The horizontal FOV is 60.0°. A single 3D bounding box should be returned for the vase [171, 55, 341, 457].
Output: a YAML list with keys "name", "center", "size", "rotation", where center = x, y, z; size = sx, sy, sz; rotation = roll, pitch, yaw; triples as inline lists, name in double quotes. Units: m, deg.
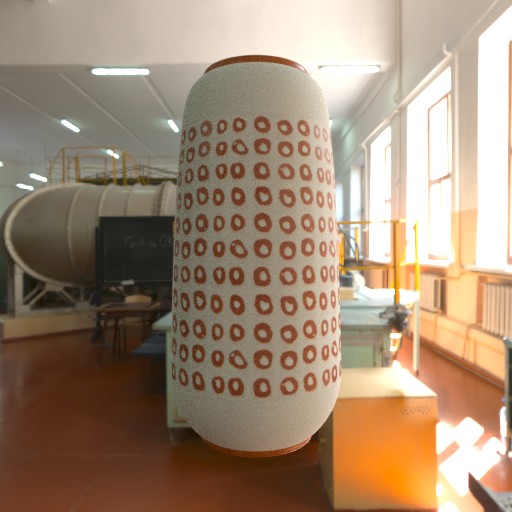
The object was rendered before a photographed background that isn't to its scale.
- name: "vase"
  center: [0.000, 0.000, 0.351]
  size: [0.133, 0.282, 0.133]
  rotation: [0, 1, 0]
